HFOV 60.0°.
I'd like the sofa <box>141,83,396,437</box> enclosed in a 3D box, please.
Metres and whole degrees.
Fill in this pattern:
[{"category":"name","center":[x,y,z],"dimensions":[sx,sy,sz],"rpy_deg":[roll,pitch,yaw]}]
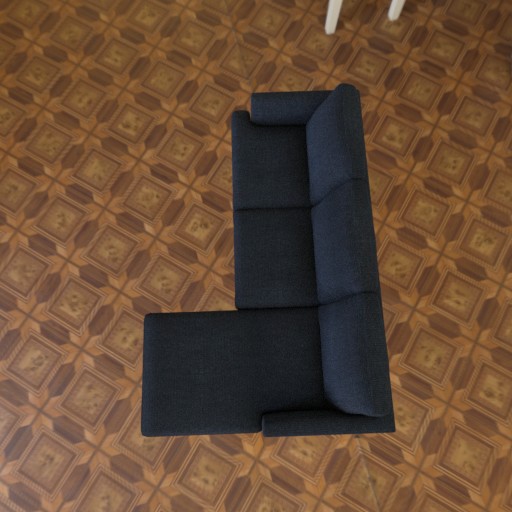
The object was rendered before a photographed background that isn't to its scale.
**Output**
[{"category":"sofa","center":[0.000,0.000,2.971],"dimensions":[1.504,0.956,2.233],"rpy_deg":[-2,75,-1]}]
